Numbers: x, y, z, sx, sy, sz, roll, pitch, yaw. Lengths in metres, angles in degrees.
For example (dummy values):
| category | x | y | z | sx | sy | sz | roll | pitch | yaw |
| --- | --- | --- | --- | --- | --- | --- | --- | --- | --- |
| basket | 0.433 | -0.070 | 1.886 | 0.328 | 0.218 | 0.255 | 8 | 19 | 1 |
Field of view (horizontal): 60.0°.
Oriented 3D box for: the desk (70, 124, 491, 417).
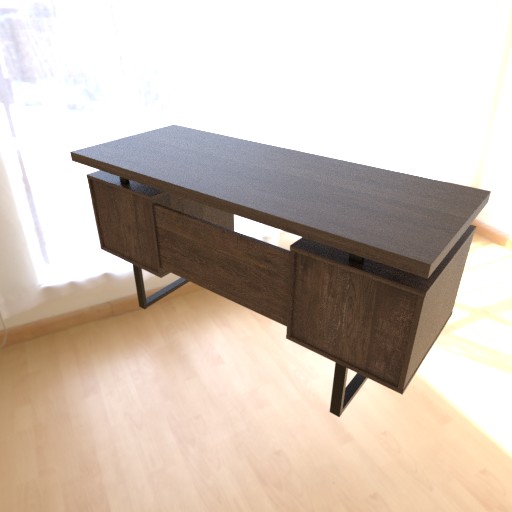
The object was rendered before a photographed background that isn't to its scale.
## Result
| category | x | y | z | sx | sy | sz | roll | pitch | yaw |
| --- | --- | --- | --- | --- | --- | --- | --- | --- | --- |
| desk | 0.000 | 0.000 | 1.869 | 1.524 | 0.760 | 0.600 | 21 | 36 | 32 |
